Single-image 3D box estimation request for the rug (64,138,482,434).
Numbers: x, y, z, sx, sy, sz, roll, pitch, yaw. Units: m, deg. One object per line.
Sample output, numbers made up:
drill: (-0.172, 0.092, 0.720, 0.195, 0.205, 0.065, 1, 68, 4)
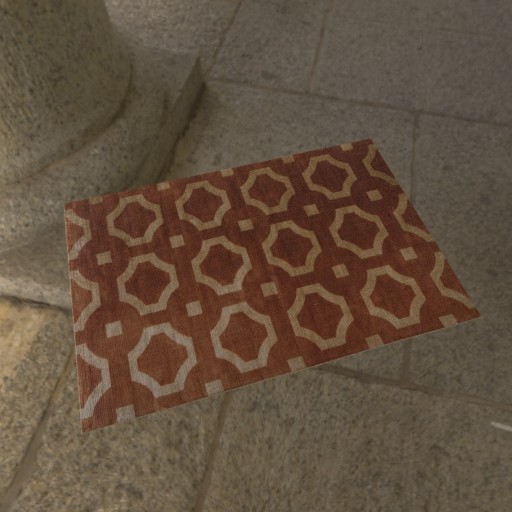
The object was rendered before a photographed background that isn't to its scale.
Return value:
rug: (0.000, 0.000, 2.805, 2.286, 0.016, 1.555, -14, 58, -9)
